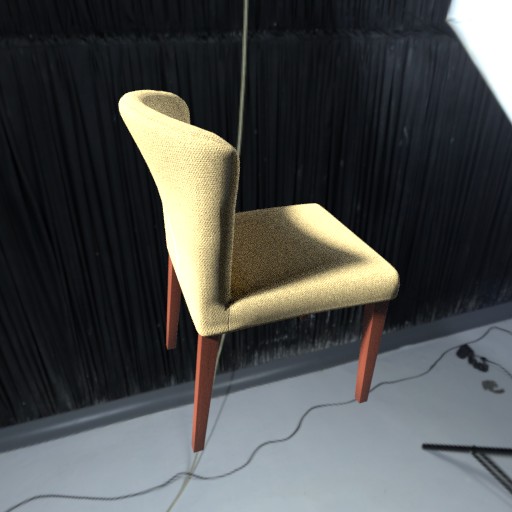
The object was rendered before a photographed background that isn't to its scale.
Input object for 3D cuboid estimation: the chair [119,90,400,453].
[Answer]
[{"bbox_3d":[0.000,0.000,1.183,0.589,0.839,0.491,-10,31,-16],"label":"chair"}]
